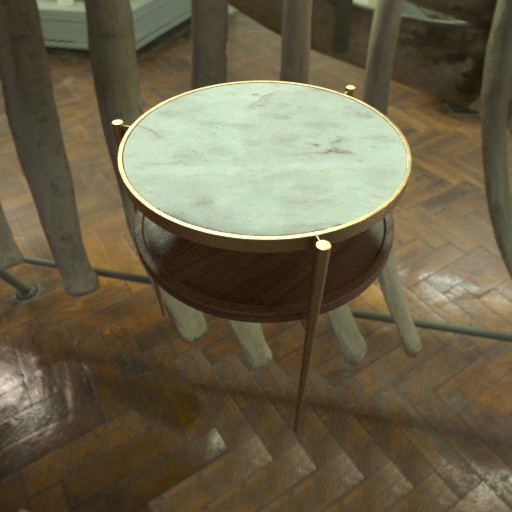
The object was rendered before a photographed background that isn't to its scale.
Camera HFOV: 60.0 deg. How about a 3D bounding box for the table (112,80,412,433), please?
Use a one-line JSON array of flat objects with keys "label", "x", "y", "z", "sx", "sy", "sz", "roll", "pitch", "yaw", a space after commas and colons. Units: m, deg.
[{"label": "table", "x": 0.000, "y": 0.000, "z": 0.826, "sx": 0.456, "sy": 0.493, "sz": 0.430, "roll": 9, "pitch": 46, "yaw": 9}]
